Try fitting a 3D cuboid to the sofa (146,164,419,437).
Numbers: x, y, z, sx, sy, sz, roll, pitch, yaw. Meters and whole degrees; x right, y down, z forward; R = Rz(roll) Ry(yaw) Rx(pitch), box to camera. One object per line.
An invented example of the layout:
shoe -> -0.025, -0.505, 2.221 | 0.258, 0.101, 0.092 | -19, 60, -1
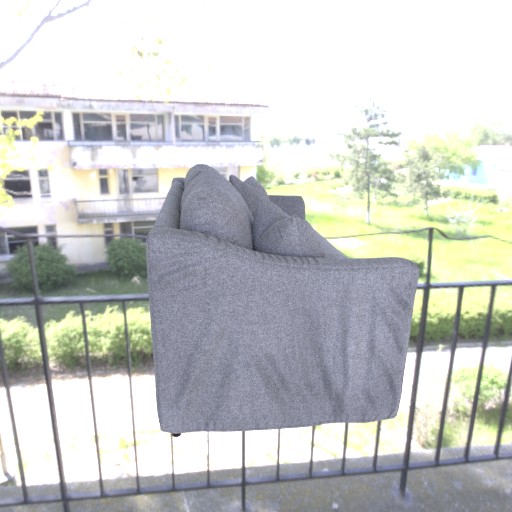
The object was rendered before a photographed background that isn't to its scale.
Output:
sofa -> 0.000, 0.000, 2.650 | 1.072, 1.018, 2.010 | -2, 16, -7
